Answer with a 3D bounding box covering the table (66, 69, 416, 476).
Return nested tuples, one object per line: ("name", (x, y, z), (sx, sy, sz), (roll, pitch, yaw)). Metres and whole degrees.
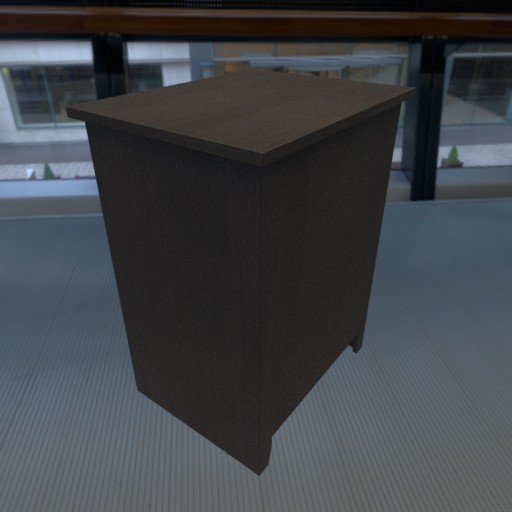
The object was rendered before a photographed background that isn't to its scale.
("table", (0.000, 0.000, 0.918), (0.381, 0.635, 0.480), (21, 37, 31))
